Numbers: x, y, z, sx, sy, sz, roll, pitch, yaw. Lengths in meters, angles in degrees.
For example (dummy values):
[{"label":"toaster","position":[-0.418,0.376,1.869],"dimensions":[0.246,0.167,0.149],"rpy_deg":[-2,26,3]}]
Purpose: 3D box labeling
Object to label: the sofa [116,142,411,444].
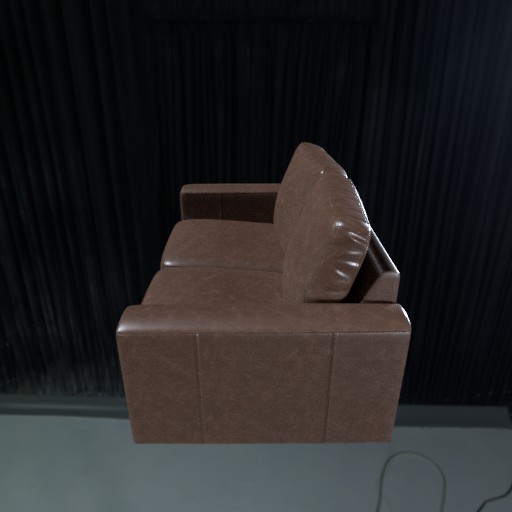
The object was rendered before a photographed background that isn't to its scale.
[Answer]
[{"label":"sofa","position":[0.000,0.000,2.218],"dimensions":[1.016,0.873,1.616],"rpy_deg":[0,26,0]}]
